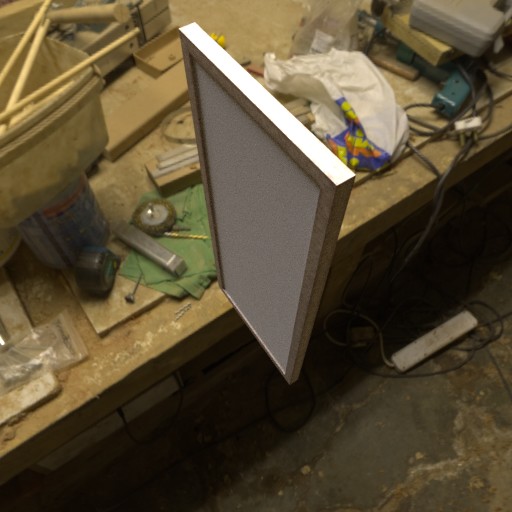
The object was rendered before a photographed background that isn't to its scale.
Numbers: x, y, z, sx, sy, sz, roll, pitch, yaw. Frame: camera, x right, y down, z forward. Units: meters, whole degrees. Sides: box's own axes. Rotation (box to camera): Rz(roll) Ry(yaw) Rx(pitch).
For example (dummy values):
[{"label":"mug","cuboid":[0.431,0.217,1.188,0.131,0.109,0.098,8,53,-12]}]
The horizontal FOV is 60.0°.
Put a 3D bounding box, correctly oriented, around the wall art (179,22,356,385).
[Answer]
[{"label":"wall art","cuboid":[0.000,0.000,1.654,0.051,1.461,0.648,-30,63,-17]}]
